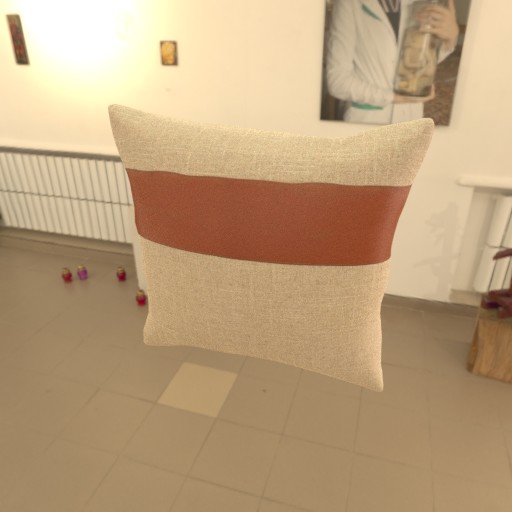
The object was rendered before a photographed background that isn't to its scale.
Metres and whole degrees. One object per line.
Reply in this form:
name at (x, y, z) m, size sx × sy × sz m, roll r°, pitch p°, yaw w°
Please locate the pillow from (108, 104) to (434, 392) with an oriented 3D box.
pillow at (0.000, 0.000, 0.632) m, size 0.414 × 0.399 × 0.173 m, roll 8°, pitch 28°, yaw 15°
